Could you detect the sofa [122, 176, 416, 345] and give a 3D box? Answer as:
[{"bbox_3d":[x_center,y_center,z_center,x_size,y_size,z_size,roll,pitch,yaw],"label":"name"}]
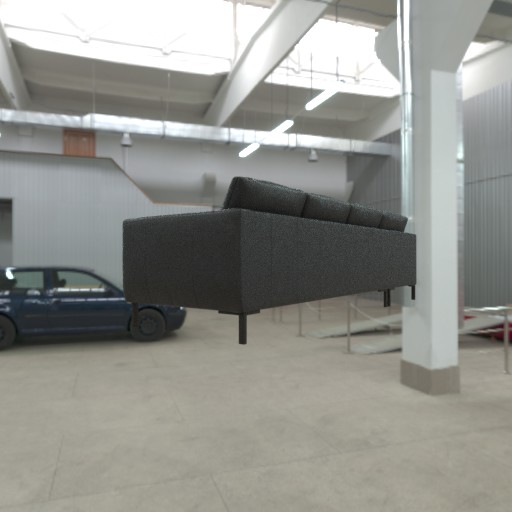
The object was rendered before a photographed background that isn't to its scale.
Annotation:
[{"bbox_3d":[0.000,0.000,3.860,1.938,0.877,2.984,0,0,36],"label":"sofa"}]
